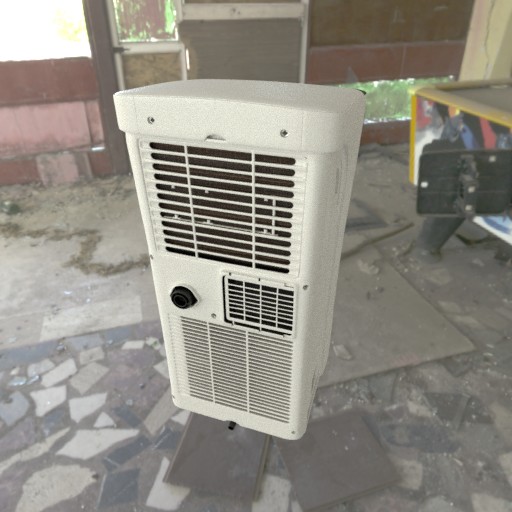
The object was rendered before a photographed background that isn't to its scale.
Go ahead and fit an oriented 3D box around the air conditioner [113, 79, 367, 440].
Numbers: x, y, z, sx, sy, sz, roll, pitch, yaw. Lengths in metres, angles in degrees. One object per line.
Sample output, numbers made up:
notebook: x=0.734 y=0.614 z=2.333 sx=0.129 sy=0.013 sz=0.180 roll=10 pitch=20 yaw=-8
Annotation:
air conditioner: x=0.000 y=0.000 z=0.930 sx=0.352 sy=0.716 sz=0.369 roll=10 pitch=33 yaw=16
